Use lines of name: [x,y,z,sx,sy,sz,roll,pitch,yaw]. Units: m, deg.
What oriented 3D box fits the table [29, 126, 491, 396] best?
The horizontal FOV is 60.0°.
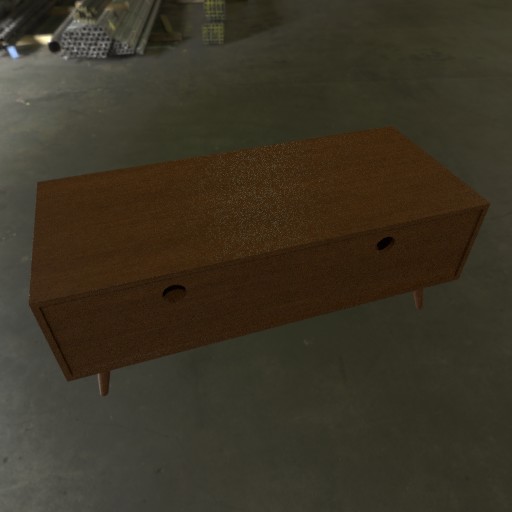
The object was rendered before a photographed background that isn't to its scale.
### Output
table: [0.000,0.000,1.345,1.119,0.464,0.490,-12,43,-14]
